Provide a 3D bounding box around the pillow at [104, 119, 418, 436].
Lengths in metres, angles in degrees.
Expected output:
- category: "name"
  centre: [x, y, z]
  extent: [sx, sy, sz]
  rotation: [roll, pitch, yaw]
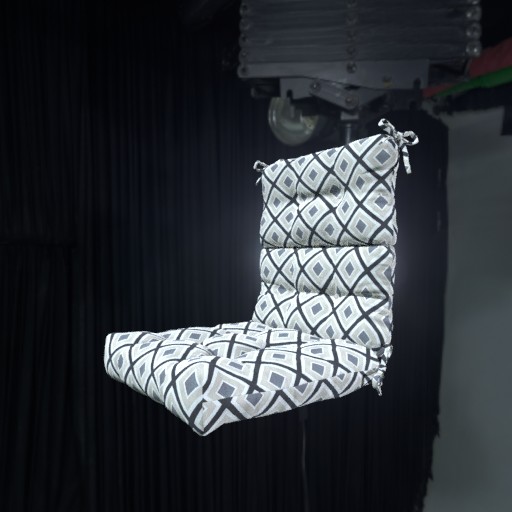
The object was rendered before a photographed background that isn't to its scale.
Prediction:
- category: "pillow"
  centre: [0.000, 0.000, 1.027]
  extent: [0.571, 0.605, 0.519]
  rotation: [0, 0, -36]
